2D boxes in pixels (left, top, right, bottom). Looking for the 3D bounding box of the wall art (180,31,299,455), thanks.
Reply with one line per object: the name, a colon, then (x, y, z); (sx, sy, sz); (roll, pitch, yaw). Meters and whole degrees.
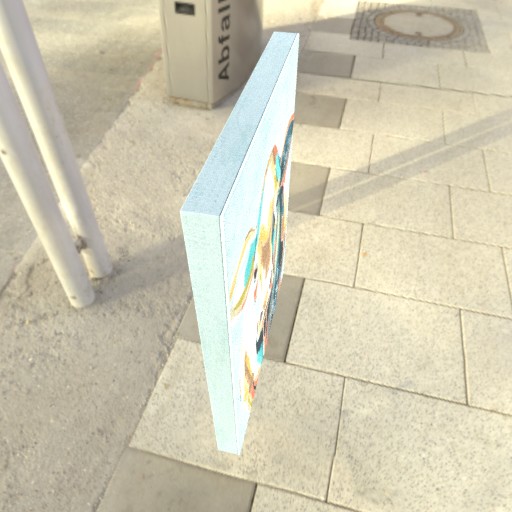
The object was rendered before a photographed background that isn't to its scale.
wall art: (0.000, 0.000, 0.679); (0.037, 0.509, 0.409); (9, 47, 9)
